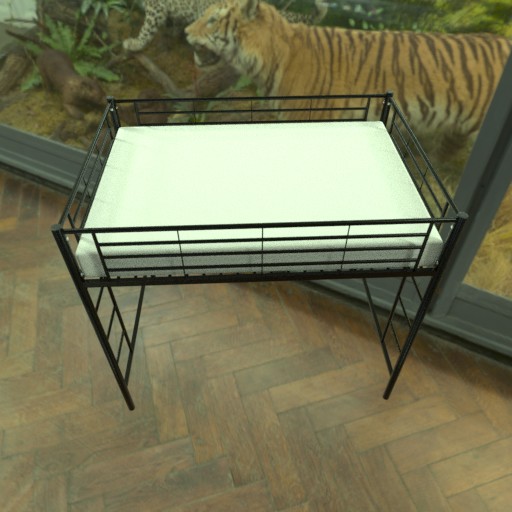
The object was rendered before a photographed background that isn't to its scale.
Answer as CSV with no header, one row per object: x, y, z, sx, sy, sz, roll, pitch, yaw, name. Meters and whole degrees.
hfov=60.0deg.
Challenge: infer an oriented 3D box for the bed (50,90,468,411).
0.000,0.000,3.215,1.994,1.803,1.397,-2,45,-2,bed
